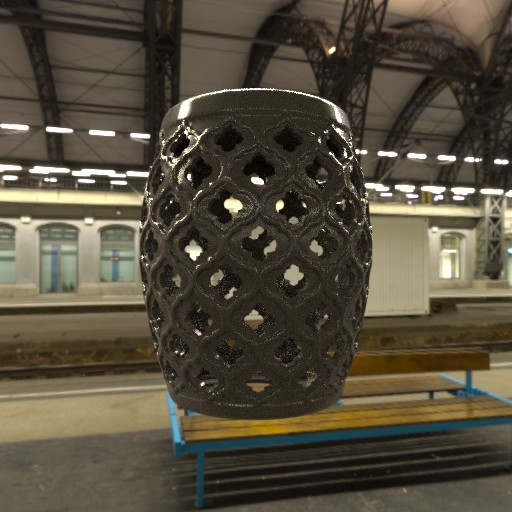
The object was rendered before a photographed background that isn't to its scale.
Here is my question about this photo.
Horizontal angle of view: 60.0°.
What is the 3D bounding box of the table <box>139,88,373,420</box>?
[{"bbox_3d":[0.000,0.000,0.638,0.325,0.388,0.325,0,-1,0],"label":"table"}]
